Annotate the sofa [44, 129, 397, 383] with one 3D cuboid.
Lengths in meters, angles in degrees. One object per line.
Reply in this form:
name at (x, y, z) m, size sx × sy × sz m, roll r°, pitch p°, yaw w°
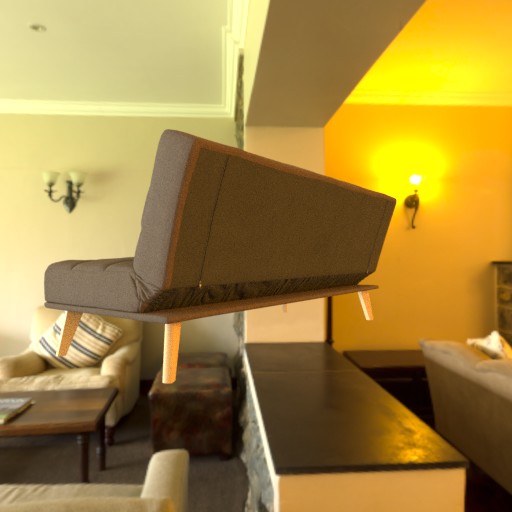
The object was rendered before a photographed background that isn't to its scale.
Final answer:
sofa at (0.000, 0.000, 2.270) m, size 0.860 × 0.810 × 1.800 m, roll 0°, pitch 0°, yaw 36°
